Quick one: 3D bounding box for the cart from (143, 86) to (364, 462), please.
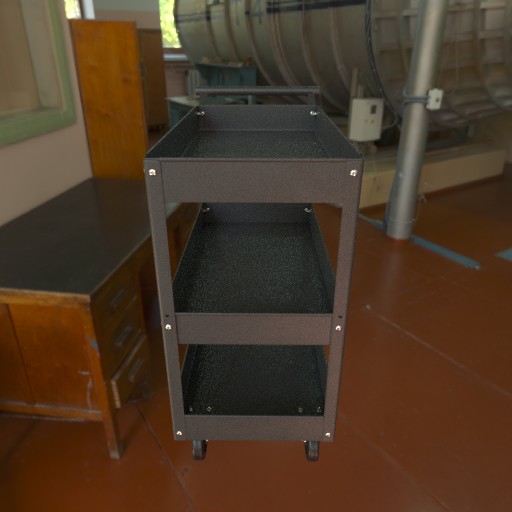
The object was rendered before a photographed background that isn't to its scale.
[{"bbox_3d":[0.000,0.000,1.165,0.366,0.780,0.719,0,26,1],"label":"cart"}]
